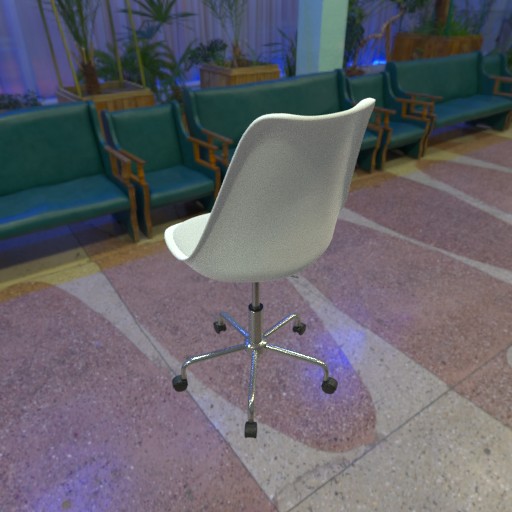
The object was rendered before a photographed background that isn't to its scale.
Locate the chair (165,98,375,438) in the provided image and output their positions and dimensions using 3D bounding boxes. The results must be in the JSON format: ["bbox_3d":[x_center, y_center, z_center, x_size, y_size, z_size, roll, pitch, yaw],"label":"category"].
[{"bbox_3d":[0.000,0.000,1.276,0.550,0.930,0.550,-19,36,-28],"label":"chair"}]
